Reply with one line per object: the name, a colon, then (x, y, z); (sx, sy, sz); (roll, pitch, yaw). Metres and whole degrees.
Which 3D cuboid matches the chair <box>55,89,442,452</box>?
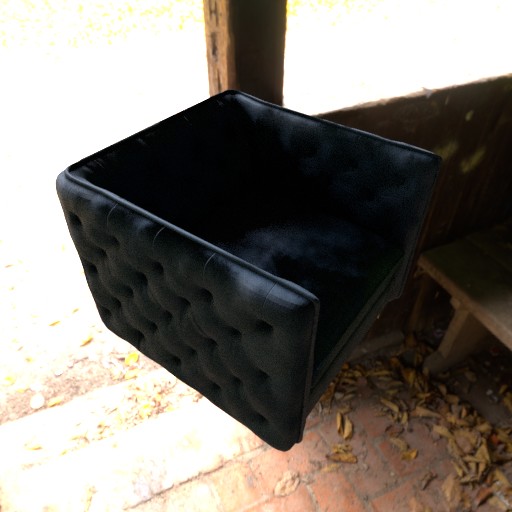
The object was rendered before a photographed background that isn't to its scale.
chair: (0.000, 0.000, 1.556); (0.877, 0.771, 0.868); (26, 48, 27)
